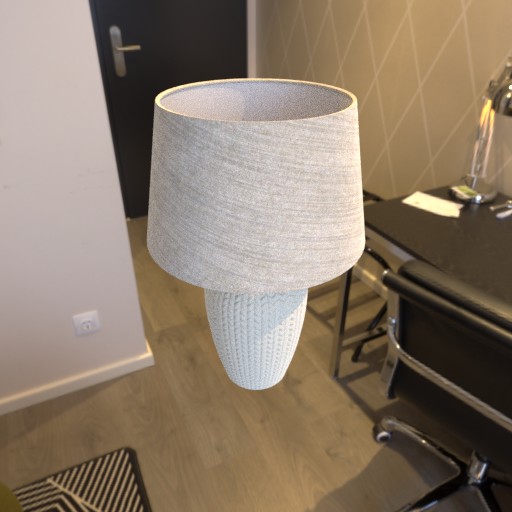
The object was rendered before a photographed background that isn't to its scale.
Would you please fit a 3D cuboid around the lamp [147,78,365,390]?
[{"bbox_3d":[0.000,0.000,0.837,0.390,0.580,0.390,0,31,0],"label":"lamp"}]
